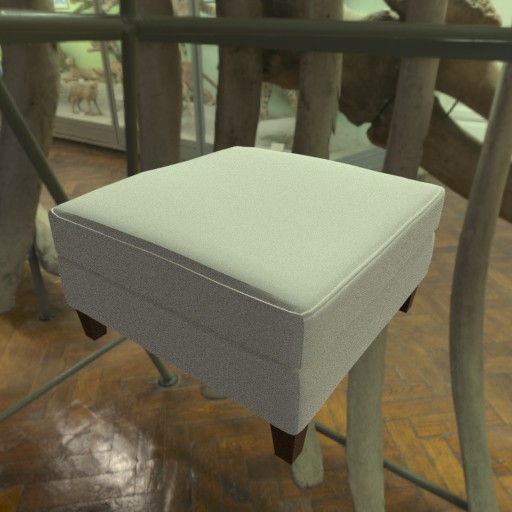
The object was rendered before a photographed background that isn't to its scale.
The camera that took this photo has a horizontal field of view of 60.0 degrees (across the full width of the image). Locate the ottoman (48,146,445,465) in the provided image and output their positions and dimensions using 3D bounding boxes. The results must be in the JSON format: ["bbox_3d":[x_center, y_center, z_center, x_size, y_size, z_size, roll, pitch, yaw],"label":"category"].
[{"bbox_3d":[0.000,0.000,1.345,0.838,0.479,0.838,19,34,32],"label":"ottoman"}]
